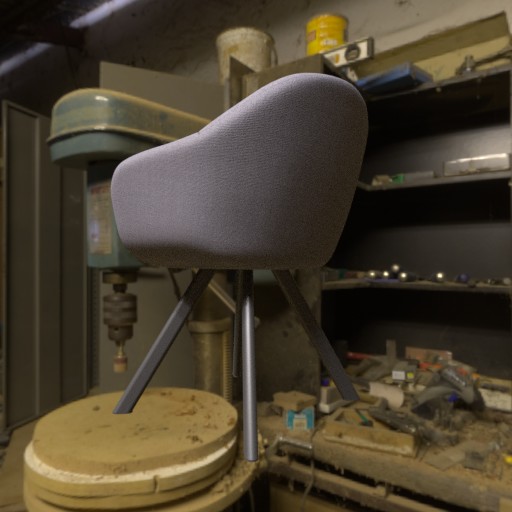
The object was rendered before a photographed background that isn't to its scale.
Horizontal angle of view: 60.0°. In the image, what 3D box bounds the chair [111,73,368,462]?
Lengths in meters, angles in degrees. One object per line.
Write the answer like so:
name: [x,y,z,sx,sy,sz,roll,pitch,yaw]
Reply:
chair: [0.000,0.000,1.155,0.550,0.795,0.590,0,-1,37]
